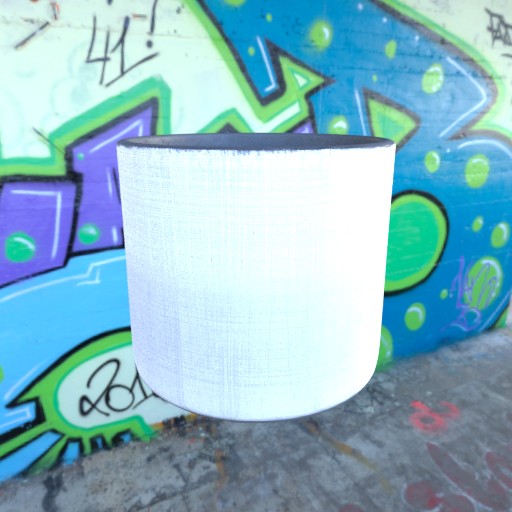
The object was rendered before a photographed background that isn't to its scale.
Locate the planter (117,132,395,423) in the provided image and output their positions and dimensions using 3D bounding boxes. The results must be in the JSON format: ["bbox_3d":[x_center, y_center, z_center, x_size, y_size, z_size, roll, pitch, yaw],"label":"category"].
[{"bbox_3d":[0.000,0.000,0.389,0.221,0.201,0.221,0,18,0],"label":"planter"}]
